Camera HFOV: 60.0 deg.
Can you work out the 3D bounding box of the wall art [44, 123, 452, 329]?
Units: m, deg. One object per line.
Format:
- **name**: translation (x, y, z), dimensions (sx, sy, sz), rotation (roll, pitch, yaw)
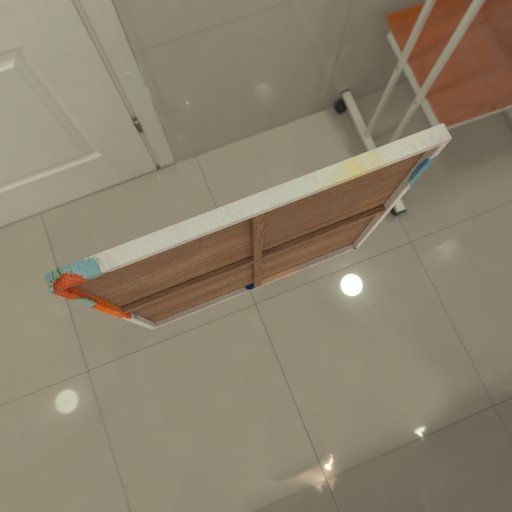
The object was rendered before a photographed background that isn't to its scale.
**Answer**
- **wall art**: translation (0.000, 0.000, 1.227), dimensions (0.814, 0.814, 0.037), rotation (-21, 77, -5)
